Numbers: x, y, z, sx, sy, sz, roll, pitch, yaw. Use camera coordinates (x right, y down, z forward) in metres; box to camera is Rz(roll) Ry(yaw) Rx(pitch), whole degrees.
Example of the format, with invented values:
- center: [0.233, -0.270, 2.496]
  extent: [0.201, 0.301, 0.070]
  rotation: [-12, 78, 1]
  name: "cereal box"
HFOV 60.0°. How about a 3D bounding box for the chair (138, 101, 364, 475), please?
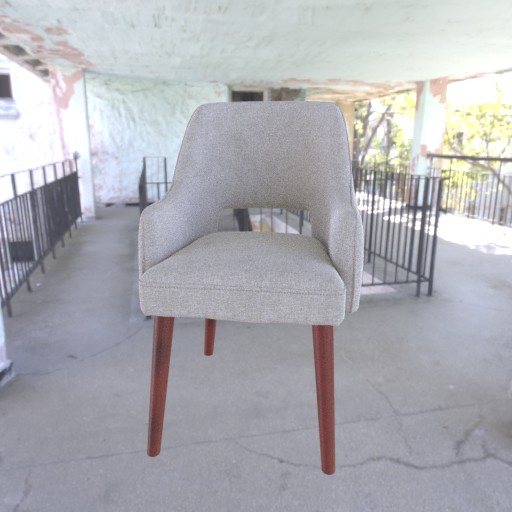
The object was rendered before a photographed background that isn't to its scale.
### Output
- center: [0.000, 0.000, 1.209]
  extent: [0.548, 0.849, 0.605]
  rotation: [2, 14, 8]
  name: "chair"
